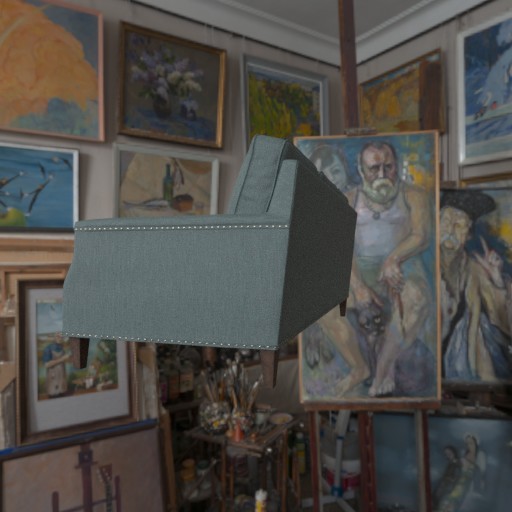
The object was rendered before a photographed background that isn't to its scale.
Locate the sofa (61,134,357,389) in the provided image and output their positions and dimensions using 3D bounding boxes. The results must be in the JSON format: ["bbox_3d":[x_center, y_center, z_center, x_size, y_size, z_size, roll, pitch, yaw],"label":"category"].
[{"bbox_3d":[0.000,0.000,2.826,1.084,1.003,2.246,0,0,19],"label":"sofa"}]
